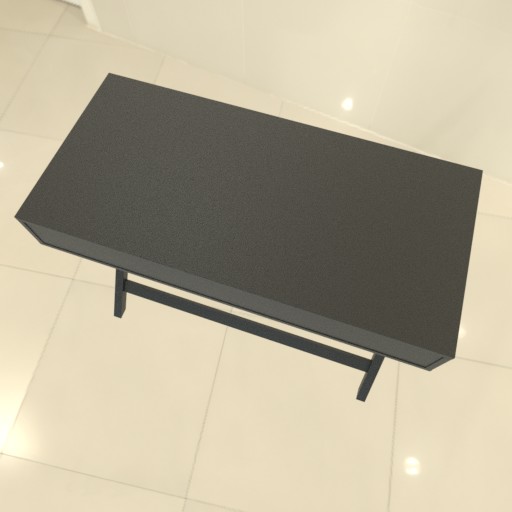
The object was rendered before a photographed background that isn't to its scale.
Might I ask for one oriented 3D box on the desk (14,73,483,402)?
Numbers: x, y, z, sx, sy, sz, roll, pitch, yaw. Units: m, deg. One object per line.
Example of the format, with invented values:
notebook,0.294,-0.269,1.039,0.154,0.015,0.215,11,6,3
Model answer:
desk,0.000,0.000,1.457,1.057,0.780,0.525,17,66,8
